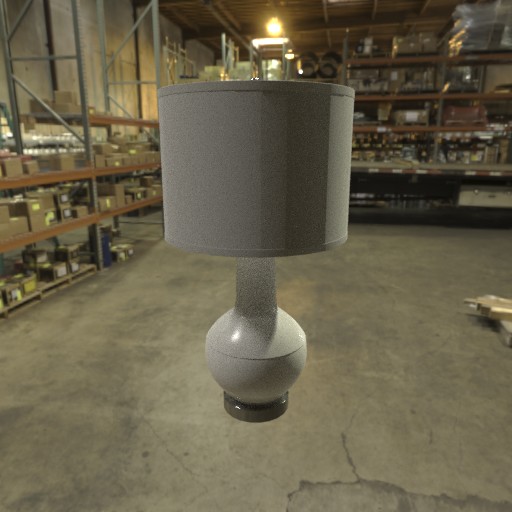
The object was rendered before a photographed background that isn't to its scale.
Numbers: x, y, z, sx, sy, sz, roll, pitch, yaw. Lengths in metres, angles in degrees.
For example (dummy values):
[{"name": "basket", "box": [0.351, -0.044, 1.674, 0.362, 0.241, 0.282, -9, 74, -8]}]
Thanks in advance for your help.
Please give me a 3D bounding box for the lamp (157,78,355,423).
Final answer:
[{"name": "lamp", "box": [0.000, 0.000, 0.894, 0.357, 0.673, 0.357, 3, 15, 10]}]
